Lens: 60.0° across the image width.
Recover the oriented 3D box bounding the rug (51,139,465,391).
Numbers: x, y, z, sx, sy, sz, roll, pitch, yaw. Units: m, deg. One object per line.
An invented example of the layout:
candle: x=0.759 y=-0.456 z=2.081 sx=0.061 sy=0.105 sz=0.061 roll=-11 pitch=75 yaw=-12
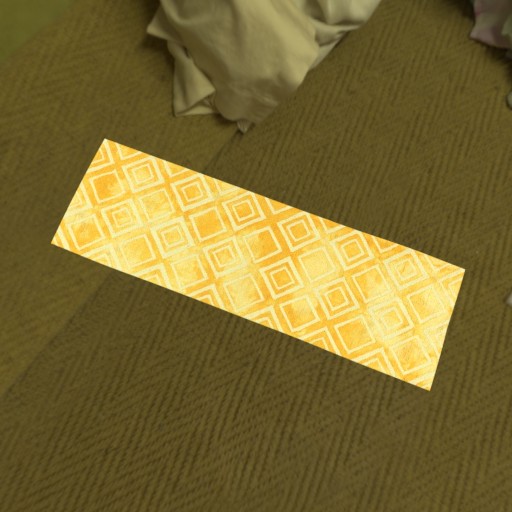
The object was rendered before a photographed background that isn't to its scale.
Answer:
rug: x=0.000 y=0.000 z=2.724 sx=2.438 sy=0.010 sz=0.775 roll=21 pitch=77 yaw=5
